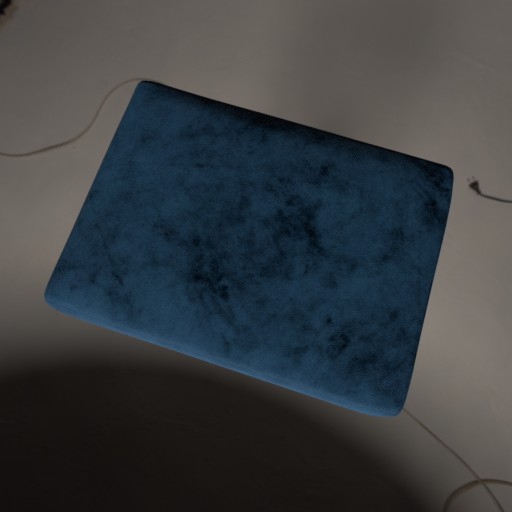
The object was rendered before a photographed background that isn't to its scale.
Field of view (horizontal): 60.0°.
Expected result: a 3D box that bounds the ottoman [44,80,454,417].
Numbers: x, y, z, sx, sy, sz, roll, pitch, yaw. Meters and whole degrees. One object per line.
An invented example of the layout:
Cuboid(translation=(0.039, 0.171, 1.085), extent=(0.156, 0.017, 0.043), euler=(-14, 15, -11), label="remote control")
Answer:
Cuboid(translation=(0.000, 0.000, 1.132), extent=(0.773, 0.503, 0.572), euler=(17, 77, 4), label="ottoman")
